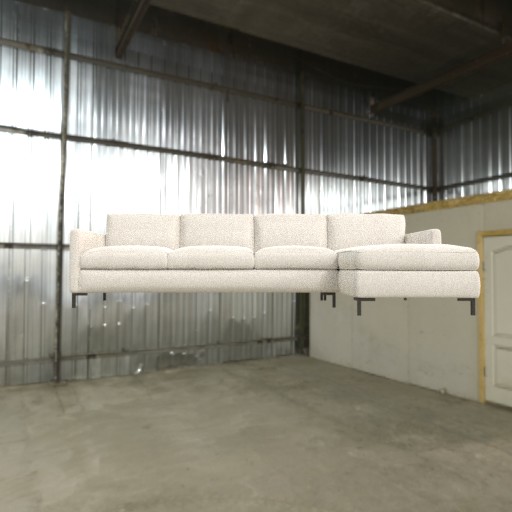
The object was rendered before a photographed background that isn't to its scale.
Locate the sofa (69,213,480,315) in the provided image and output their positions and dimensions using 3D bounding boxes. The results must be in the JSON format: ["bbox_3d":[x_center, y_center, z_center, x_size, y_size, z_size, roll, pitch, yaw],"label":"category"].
[{"bbox_3d":[0.000,0.000,2.950,2.445,0.677,1.126,0,-1,0],"label":"sofa"}]
